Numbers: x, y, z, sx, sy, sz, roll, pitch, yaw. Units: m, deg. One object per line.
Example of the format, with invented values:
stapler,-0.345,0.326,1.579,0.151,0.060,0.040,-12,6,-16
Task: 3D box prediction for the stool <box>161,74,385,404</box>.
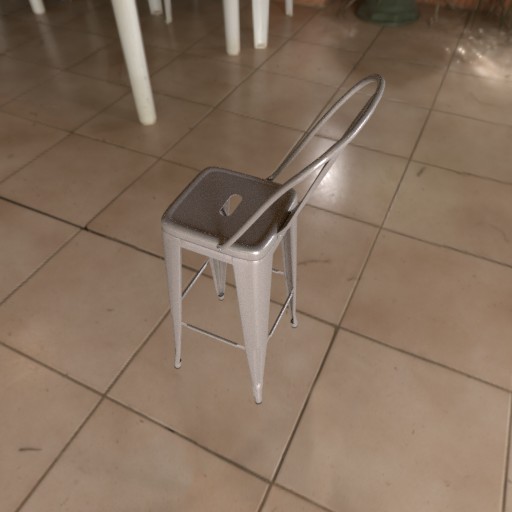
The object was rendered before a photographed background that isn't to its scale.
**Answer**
stool,0.000,0.000,1.316,0.513,1.096,0.399,18,50,16
